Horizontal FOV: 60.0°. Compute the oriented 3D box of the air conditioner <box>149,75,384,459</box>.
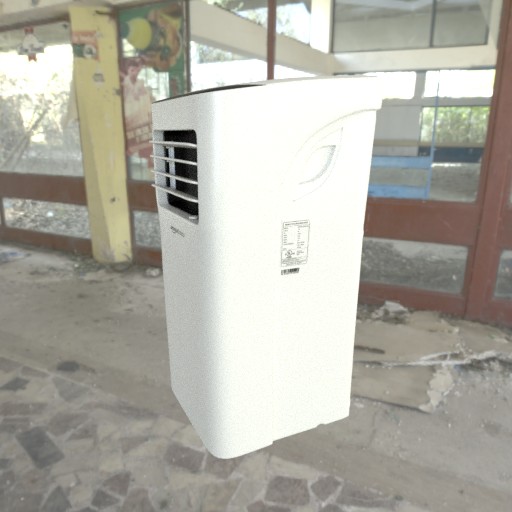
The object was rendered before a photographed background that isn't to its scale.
[{"bbox_3d":[0.000,0.000,0.941,0.369,0.716,0.352,-8,17,-26],"label":"air conditioner"}]
